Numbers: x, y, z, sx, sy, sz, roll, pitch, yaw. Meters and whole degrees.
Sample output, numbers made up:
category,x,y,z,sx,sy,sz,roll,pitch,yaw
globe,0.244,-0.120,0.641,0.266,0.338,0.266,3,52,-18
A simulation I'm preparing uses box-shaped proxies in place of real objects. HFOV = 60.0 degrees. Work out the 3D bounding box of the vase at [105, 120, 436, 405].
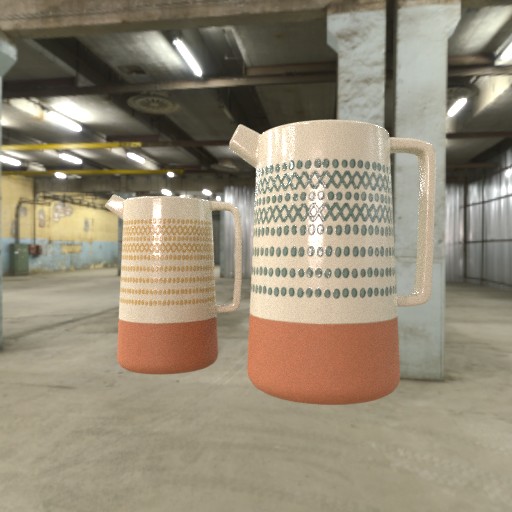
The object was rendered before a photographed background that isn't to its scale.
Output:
category,x,y,z,sx,sy,sz,roll,pitch,yaw
vase,0.000,0.000,0.467,0.326,0.247,0.168,0,0,37
